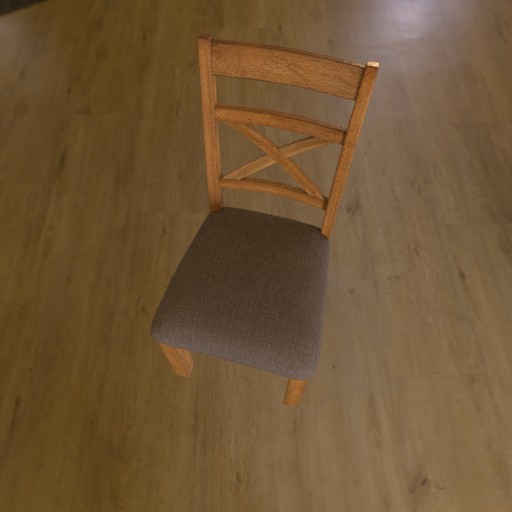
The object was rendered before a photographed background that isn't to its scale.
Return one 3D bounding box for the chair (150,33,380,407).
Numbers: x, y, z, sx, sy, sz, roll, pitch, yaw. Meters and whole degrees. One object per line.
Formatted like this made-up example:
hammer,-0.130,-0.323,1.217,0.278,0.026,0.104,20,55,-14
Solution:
chair,0.000,0.000,1.258,0.470,0.949,0.581,13,61,8
